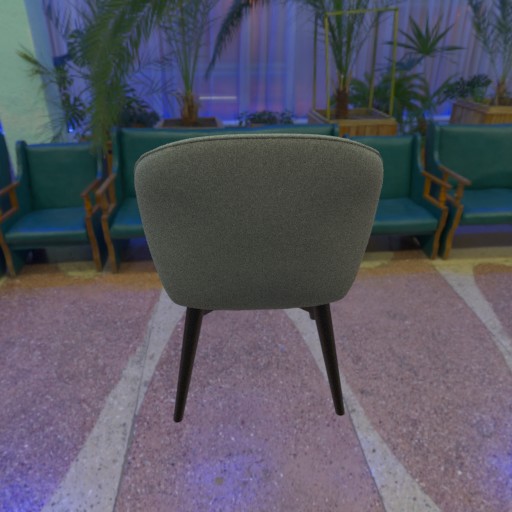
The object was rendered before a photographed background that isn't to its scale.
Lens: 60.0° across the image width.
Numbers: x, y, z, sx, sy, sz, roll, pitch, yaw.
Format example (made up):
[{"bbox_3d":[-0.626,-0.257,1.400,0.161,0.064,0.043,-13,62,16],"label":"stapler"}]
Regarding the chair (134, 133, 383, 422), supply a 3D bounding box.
[{"bbox_3d":[0.000,0.000,1.251,0.589,0.810,0.611,-1,28,-3],"label":"chair"}]
